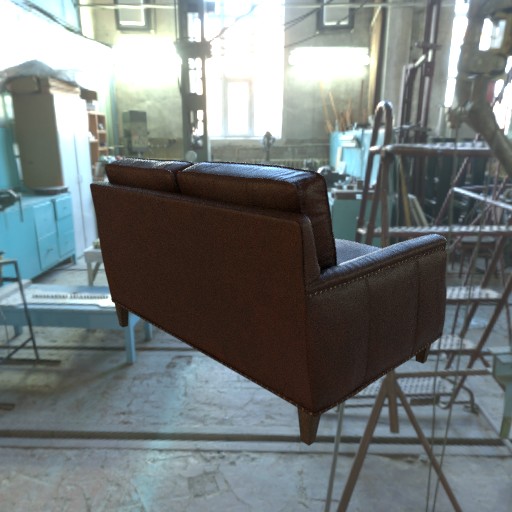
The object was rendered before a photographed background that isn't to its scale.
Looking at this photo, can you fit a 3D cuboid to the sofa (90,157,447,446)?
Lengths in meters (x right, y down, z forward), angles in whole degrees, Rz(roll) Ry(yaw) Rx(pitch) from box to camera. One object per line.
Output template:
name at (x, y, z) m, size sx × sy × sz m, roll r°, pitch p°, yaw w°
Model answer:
sofa at (0.000, 0.000, 2.302) m, size 1.083 × 1.003 × 1.628 m, roll -14°, pitch 21°, yaw -42°
